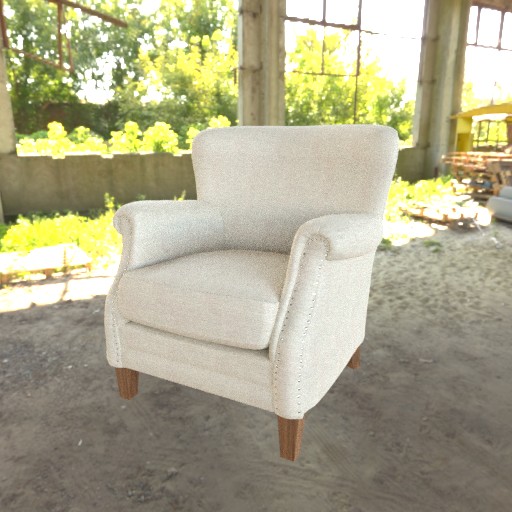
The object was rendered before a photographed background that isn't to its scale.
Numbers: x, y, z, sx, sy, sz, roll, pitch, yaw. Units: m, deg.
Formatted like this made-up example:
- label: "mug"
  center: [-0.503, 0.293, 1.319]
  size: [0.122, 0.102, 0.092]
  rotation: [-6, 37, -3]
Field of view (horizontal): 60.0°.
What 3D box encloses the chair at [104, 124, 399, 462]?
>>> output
- label: "chair"
  center: [0.000, 0.000, 1.618]
  size: [0.861, 0.936, 0.921]
  rotation: [7, 16, 27]
